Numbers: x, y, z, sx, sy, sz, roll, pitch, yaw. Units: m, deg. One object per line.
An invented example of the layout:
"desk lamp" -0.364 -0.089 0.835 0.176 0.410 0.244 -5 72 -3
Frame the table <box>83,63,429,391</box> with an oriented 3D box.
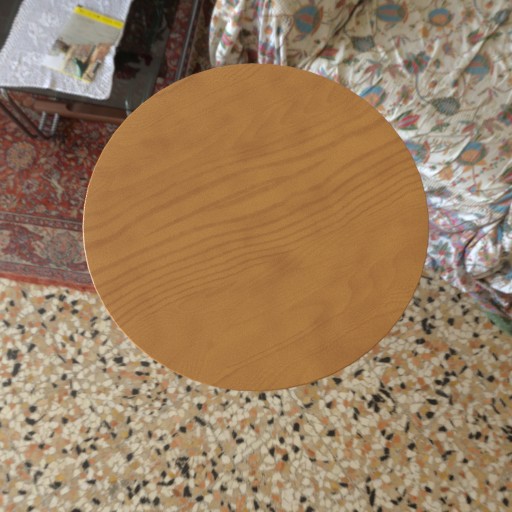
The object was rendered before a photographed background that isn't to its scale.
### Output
"table" 0.000 0.000 1.060 0.597 0.612 0.597 0 75 0
